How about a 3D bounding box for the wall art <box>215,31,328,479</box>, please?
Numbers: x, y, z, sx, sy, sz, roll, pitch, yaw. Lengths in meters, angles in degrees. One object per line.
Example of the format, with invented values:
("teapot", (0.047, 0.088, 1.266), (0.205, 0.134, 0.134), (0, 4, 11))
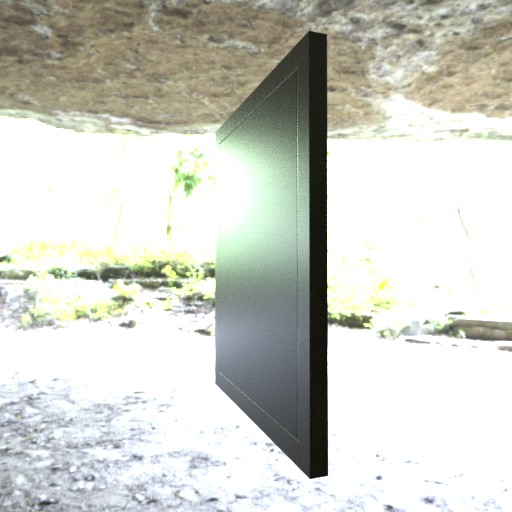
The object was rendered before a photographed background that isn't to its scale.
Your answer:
("wall art", (0.000, 0.000, 0.802), (0.027, 0.580, 0.479), (0, -1, -20))
